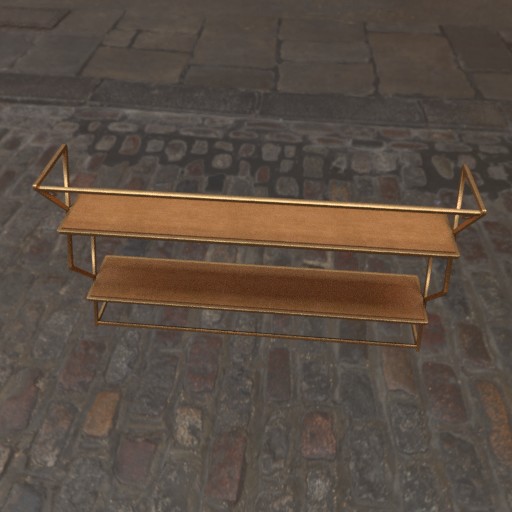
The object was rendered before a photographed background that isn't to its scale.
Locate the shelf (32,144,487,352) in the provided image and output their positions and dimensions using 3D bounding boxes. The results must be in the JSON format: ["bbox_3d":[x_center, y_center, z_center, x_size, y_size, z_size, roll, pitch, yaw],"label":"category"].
[{"bbox_3d":[0.000,0.000,1.009,0.822,0.450,0.150,4,46,4],"label":"shelf"}]
